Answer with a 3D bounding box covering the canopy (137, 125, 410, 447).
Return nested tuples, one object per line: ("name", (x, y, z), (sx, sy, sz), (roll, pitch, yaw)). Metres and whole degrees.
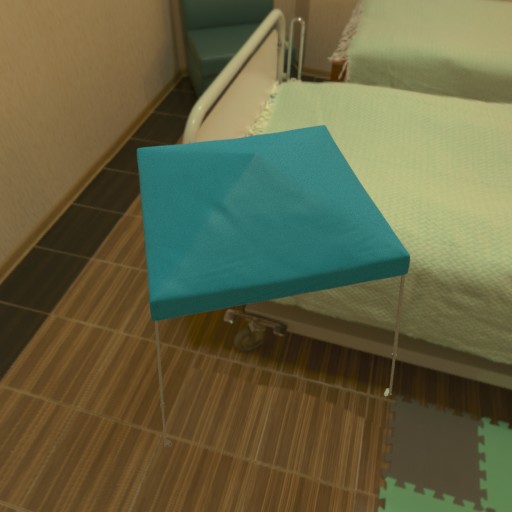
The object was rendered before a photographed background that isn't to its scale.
("canopy", (0.000, 0.000, 6.681), (3.599, 3.600, 3.600), (-10, 47, -9))
